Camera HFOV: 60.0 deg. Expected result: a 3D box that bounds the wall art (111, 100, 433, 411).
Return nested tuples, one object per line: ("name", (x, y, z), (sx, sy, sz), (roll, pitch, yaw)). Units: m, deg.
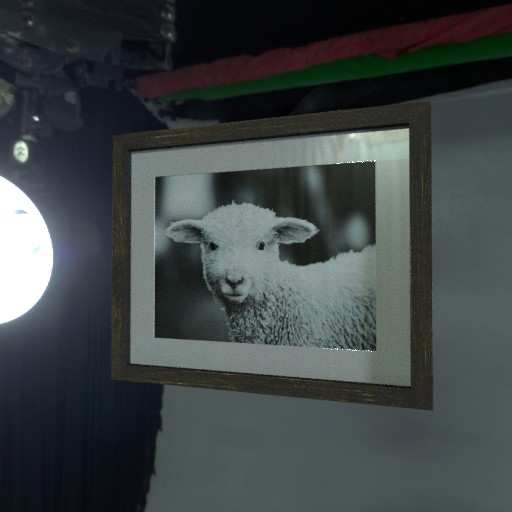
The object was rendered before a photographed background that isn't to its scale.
("wall art", (0.000, 0.000, 0.757), (0.558, 0.457, 0.032), (0, -1, 19))
